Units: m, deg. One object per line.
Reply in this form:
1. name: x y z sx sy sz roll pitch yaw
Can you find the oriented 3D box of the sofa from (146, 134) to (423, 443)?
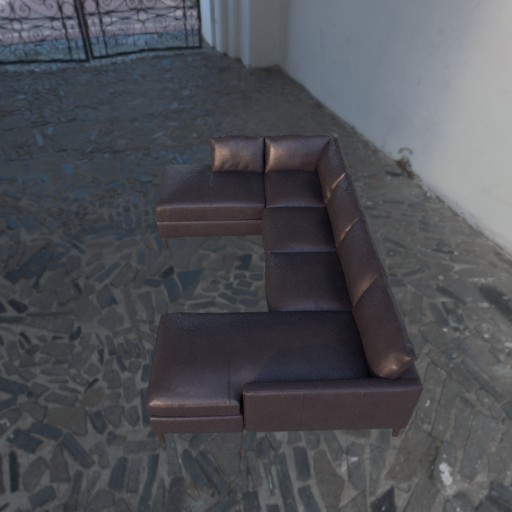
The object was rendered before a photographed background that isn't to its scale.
1. sofa: 0.000 0.000 3.859 1.939 0.900 2.956 -1 41 -1
